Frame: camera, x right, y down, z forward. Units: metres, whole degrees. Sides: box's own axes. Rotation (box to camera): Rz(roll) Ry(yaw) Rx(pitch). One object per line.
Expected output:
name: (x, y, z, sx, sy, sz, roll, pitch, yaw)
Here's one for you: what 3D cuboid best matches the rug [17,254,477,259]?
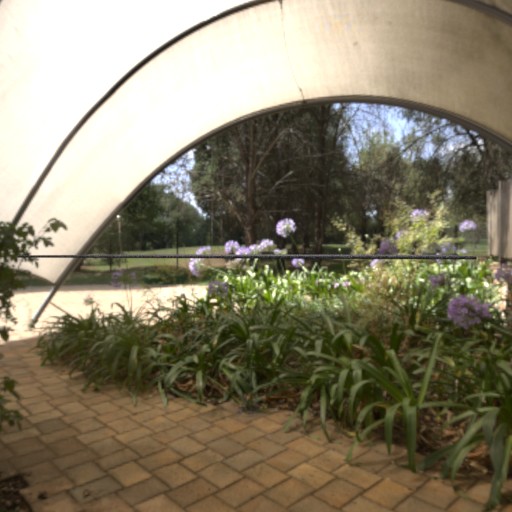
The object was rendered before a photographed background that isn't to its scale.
rug: (0.000, 0.000, 2.128, 1.754, 0.010, 1.139, 0, 0, 18)
